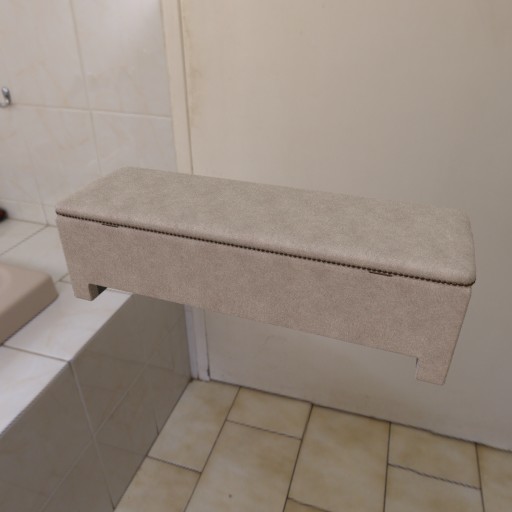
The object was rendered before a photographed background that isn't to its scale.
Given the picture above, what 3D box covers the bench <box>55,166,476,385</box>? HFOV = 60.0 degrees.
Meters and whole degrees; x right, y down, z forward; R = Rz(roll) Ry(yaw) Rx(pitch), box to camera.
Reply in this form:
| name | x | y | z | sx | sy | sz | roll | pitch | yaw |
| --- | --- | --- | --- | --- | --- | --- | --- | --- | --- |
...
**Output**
| name | x | y | z | sx | sy | sz | roll | pitch | yaw |
| --- | --- | --- | --- | --- | --- | --- | --- | --- | --- |
| bench | 0.000 | 0.000 | 1.729 | 1.482 | 0.447 | 0.470 | 10 | 32 | 17 |
